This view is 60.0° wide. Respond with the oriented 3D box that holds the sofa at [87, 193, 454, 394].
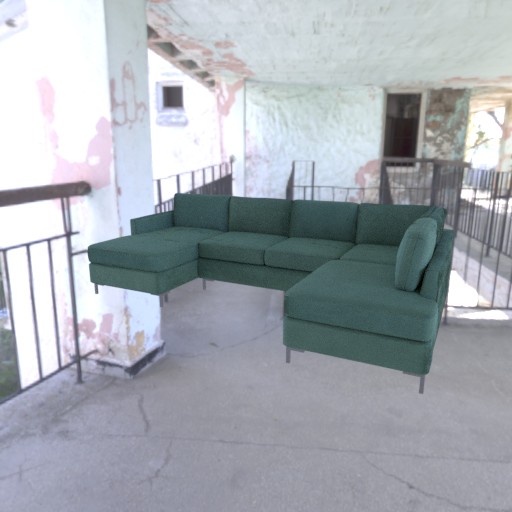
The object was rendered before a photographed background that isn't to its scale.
[{"bbox_3d":[0.000,0.000,4.299,3.434,0.992,2.055,7,15,26],"label":"sofa"}]
